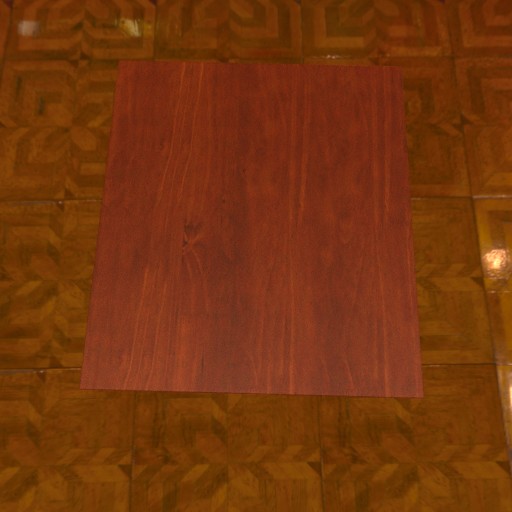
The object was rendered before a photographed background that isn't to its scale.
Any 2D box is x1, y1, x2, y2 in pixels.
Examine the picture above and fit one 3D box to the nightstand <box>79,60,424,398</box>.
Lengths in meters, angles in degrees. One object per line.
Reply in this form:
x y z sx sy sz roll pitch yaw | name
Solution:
0.000 0.000 0.980 0.501 0.558 0.558 1 75 0 | nightstand
